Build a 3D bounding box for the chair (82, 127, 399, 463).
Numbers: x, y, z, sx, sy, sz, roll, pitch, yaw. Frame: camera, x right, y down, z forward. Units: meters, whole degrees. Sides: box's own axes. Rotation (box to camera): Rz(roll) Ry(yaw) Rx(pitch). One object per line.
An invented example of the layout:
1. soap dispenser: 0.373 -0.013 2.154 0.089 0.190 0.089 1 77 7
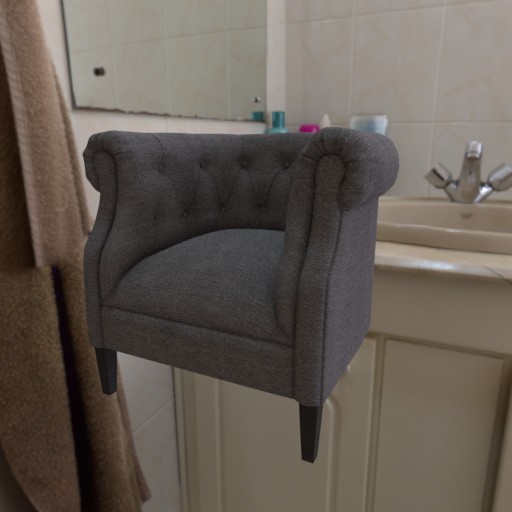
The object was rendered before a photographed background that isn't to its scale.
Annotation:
1. chair: 0.000 0.000 1.514 0.905 0.827 0.852 7 16 26
